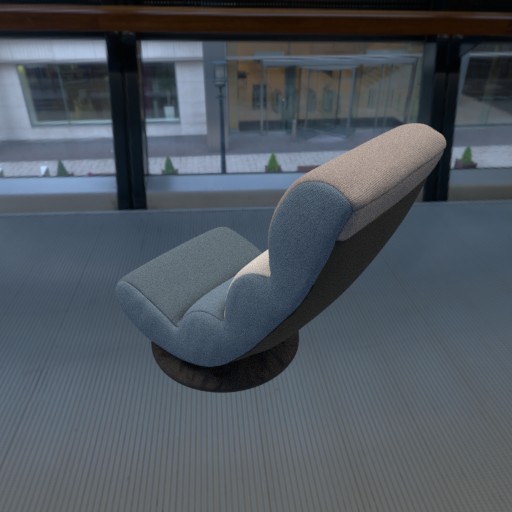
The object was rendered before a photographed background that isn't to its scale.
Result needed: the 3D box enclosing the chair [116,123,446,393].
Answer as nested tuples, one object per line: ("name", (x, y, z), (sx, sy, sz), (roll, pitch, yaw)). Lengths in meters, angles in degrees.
("chair", (0.000, 0.000, 1.047), (0.661, 0.641, 0.420), (22, 38, 32))
